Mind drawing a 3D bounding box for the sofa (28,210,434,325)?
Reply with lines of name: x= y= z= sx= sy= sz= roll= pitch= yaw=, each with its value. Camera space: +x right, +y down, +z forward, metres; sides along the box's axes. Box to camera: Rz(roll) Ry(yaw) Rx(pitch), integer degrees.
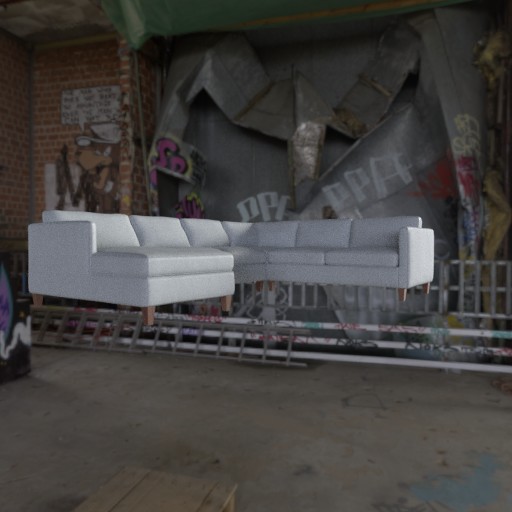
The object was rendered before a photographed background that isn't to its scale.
sofa: x=0.000 y=0.000 z=4.333 sx=2.551 sy=0.853 sz=3.238 roll=1 pitch=2 yaw=37
